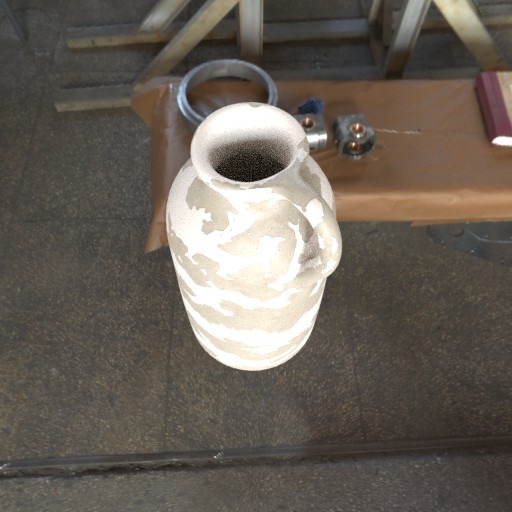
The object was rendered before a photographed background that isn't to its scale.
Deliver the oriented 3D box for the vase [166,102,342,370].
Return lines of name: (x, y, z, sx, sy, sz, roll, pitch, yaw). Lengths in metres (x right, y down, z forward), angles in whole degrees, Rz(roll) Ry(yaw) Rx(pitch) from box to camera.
vase: (0.000, 0.000, 0.495, 0.186, 0.382, 0.203, -33, 67, -16)
